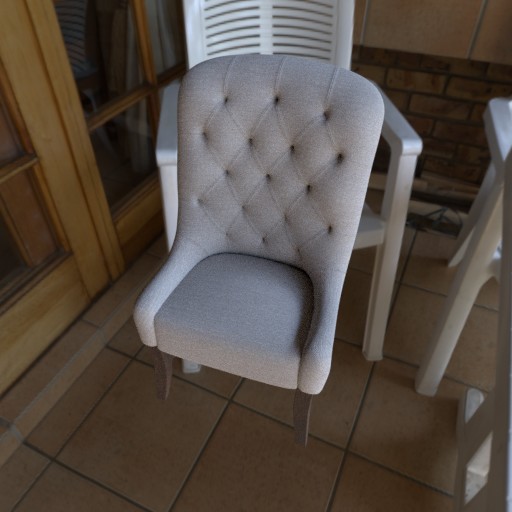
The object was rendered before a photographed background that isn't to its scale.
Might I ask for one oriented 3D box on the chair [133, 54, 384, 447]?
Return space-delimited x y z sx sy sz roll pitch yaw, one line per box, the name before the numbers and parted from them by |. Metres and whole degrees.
chair | 0.000 0.000 1.460 0.634 1.091 0.629 13 44 14
